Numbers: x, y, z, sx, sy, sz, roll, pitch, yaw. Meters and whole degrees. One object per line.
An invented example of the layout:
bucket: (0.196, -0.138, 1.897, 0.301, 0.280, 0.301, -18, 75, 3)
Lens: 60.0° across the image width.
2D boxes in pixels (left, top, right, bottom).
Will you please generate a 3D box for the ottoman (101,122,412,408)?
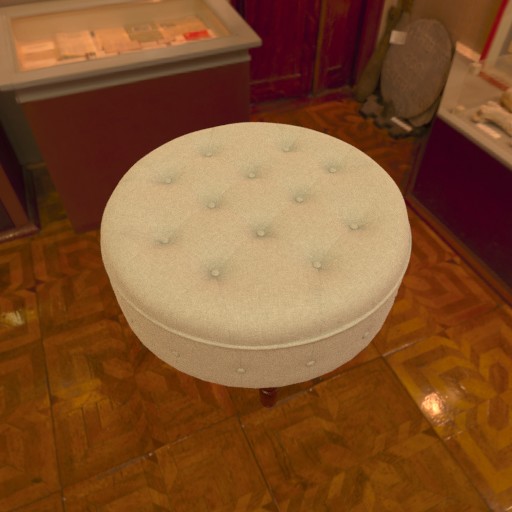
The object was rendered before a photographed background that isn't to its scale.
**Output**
ottoman: (0.000, 0.000, 1.363, 0.849, 0.478, 0.849, 0, 47, 0)
